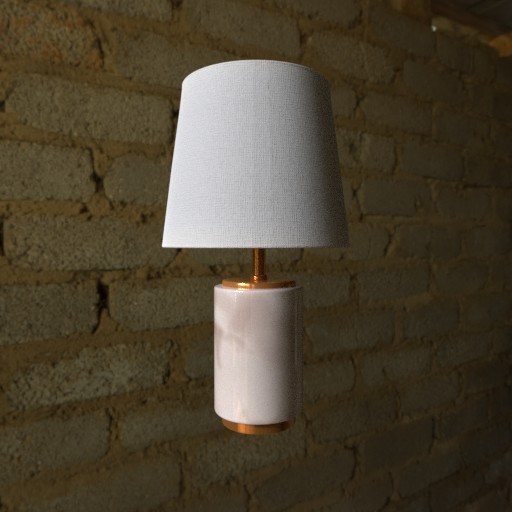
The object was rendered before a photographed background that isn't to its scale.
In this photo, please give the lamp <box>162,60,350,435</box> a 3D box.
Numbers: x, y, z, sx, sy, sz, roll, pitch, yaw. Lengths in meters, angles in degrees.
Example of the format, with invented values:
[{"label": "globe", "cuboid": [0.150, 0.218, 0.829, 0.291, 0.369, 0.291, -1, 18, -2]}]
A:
[{"label": "lamp", "cuboid": [0.000, 0.000, 0.458, 0.189, 0.340, 0.189, 0, 2, 0]}]
